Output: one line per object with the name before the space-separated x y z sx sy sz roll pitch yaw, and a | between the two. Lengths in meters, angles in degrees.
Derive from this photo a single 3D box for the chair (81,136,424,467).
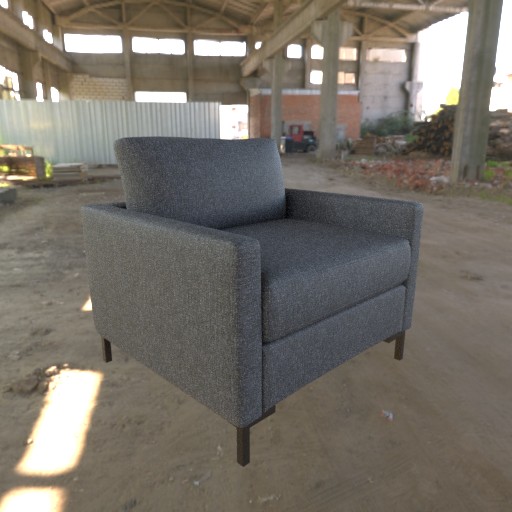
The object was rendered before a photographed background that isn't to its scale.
chair | 0.000 0.000 1.654 0.963 0.861 0.866 -14 21 -42
